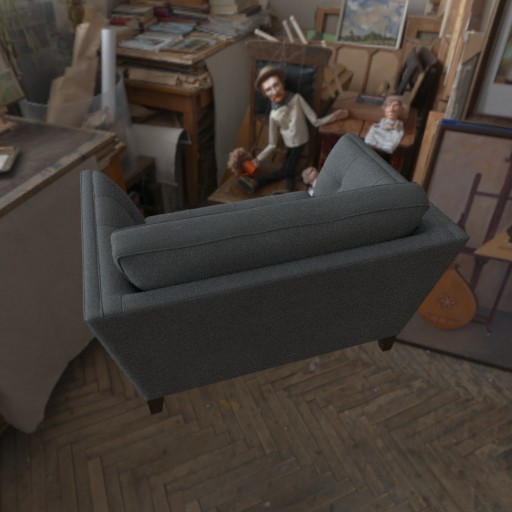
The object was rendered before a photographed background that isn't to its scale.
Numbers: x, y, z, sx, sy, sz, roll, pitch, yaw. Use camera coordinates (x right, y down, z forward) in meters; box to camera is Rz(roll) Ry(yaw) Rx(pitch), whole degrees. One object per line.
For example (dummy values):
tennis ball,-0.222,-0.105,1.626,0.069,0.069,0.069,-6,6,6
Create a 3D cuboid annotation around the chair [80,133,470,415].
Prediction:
chair,0.000,0.000,2.043,1.396,0.942,0.965,-11,41,-13
